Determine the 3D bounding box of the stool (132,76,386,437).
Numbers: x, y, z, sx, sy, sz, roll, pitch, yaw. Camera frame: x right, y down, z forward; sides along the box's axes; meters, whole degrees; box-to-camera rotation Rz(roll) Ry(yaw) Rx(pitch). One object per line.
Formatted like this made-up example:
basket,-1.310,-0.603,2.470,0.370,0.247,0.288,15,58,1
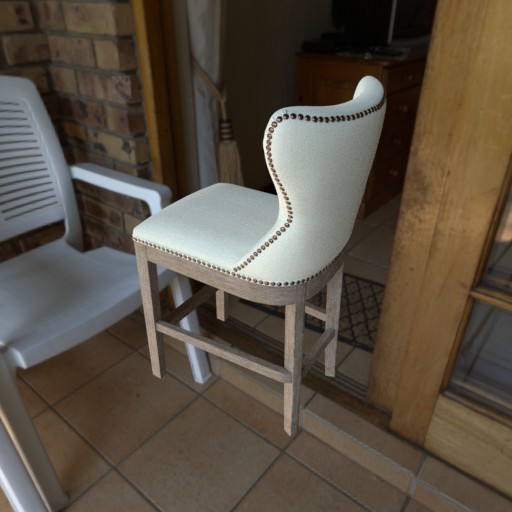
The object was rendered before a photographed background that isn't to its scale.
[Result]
stool,0.000,0.000,1.315,0.608,0.981,0.498,18,36,28
